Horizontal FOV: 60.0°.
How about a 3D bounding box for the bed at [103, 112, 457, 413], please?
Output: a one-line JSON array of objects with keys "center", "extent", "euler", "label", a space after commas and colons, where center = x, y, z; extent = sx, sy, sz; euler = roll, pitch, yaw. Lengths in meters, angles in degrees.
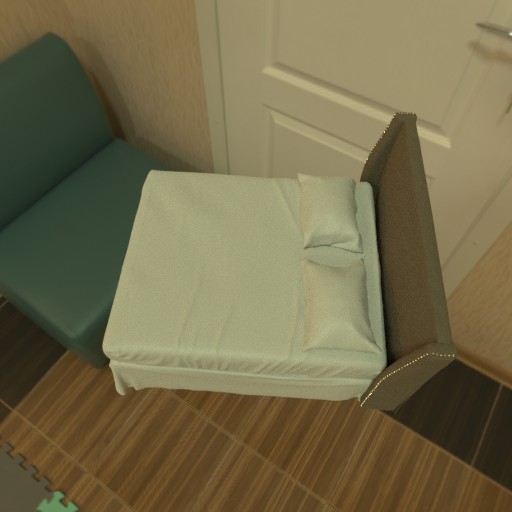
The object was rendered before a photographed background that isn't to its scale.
[{"center": [0.000, 0.000, 3.400], "extent": [2.276, 1.332, 1.925], "euler": [4, 58, 2], "label": "bed"}]
